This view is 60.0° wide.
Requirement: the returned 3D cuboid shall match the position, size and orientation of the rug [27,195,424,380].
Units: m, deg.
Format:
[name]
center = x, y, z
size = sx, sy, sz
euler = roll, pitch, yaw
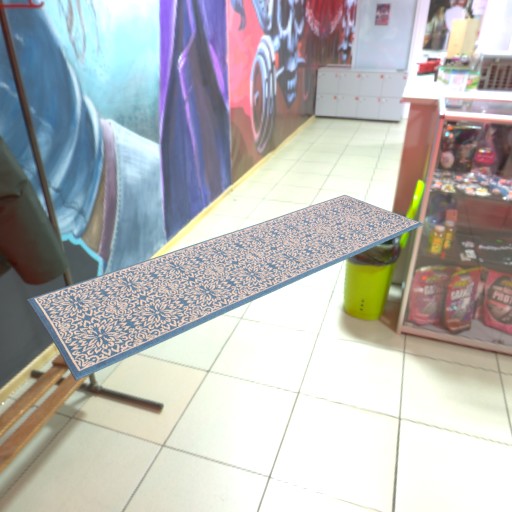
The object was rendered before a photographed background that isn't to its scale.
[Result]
[rug]
center = 0.000, 0.000, 2.432
size = 2.196, 0.011, 0.662
euler = -21, 35, -33
